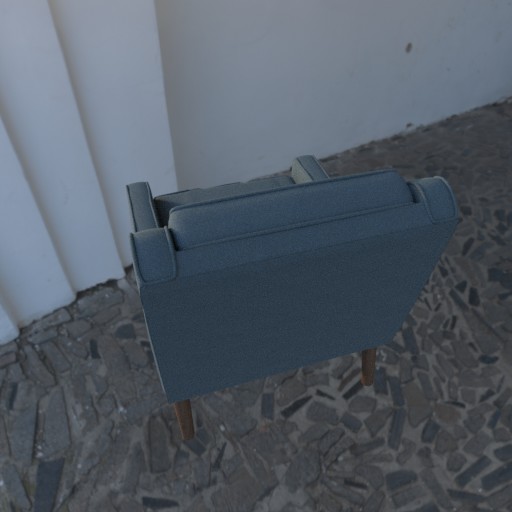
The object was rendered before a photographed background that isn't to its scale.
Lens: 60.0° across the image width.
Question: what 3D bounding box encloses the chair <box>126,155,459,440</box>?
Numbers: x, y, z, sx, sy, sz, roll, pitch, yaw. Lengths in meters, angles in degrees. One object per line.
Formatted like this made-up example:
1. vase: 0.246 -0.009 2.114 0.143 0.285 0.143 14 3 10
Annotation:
1. chair: 0.000 0.000 1.296 0.663 0.780 0.733 -12 43 -13
